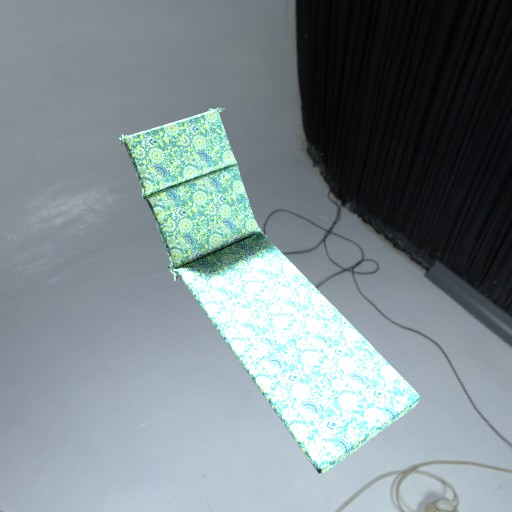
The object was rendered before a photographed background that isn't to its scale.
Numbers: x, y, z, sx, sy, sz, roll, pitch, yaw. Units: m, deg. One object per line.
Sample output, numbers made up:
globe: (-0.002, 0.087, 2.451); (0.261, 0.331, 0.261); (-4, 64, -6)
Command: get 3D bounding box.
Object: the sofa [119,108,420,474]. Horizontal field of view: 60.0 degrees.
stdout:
sofa: (0.000, 0.000, 1.988); (0.582, 0.622, 1.663); (-25, 51, -22)
